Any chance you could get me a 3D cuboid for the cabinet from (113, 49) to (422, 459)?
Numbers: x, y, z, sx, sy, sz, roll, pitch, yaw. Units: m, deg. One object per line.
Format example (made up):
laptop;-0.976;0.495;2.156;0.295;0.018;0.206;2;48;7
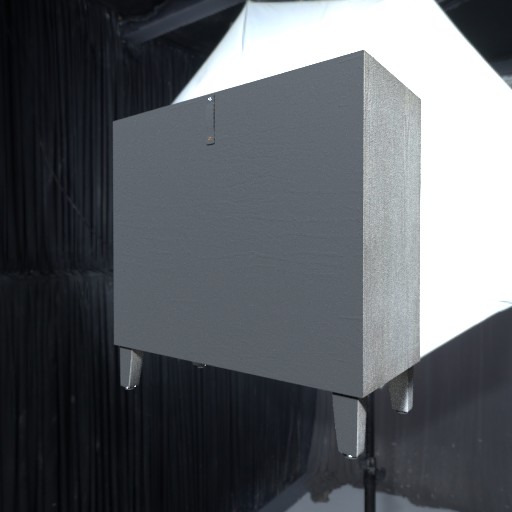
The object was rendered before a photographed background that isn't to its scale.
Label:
cabinet;0.000;0.000;1.215;0.781;0.787;0.370;1;1;37
